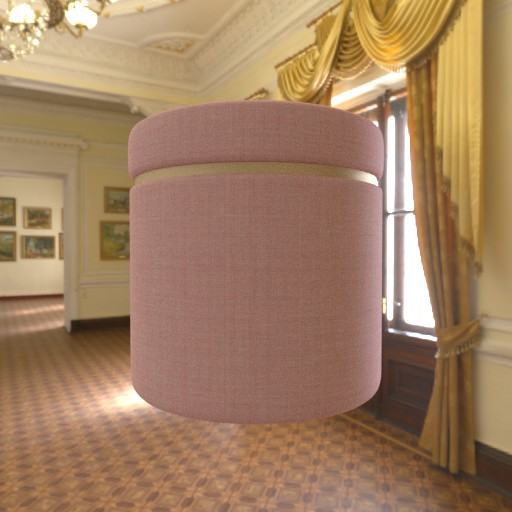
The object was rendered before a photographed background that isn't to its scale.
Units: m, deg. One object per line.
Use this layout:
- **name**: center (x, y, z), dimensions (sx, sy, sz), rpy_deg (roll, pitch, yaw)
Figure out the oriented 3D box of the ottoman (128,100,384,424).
- **ottoman**: center (0.000, 0.000, 0.724), dimensions (0.400, 0.406, 0.400), rpy_deg (0, 1, 0)
